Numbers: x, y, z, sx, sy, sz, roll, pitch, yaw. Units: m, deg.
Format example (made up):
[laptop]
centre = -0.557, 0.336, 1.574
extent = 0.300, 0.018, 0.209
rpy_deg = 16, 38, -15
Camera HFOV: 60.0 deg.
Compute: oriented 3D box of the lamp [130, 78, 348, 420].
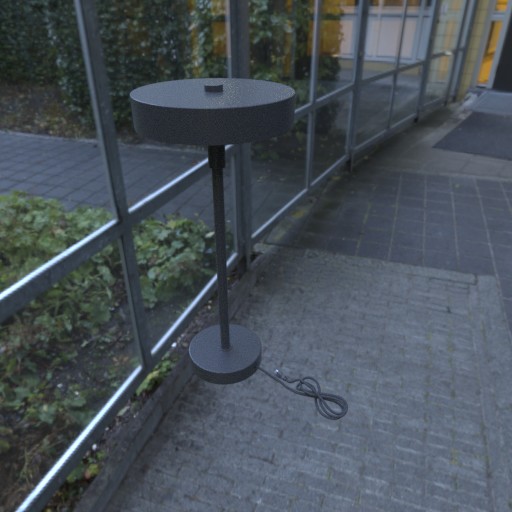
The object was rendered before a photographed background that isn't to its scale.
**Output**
[lamp]
centre = 0.000, 0.000, 0.710
extent = 0.369, 0.508, 0.229
rpy_deg = 18, 35, 28
